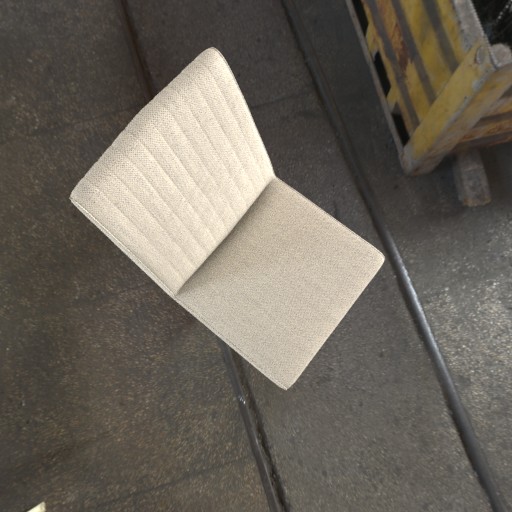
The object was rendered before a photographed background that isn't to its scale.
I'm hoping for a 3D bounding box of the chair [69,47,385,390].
[{"bbox_3d":[0.000,0.000,1.246,0.594,0.900,0.480,38,80,8],"label":"chair"}]
